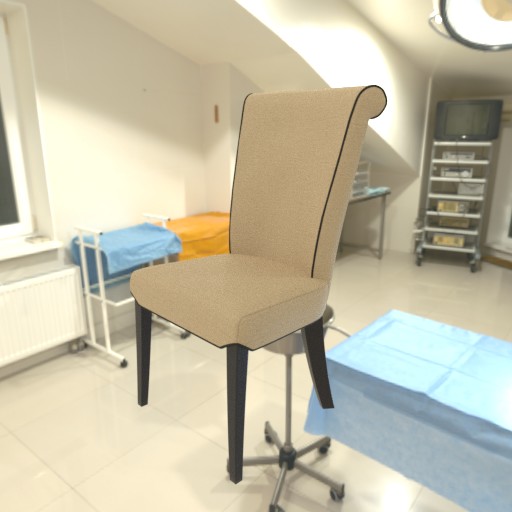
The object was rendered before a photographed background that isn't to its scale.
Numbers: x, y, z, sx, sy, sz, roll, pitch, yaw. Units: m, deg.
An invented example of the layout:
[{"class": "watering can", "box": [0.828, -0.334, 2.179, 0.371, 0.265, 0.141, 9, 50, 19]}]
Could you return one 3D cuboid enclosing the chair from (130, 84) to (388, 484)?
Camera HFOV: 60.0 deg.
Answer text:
[{"class": "chair", "box": [0.000, 0.000, 1.371, 0.623, 0.997, 0.522, -15, 22, -42]}]
